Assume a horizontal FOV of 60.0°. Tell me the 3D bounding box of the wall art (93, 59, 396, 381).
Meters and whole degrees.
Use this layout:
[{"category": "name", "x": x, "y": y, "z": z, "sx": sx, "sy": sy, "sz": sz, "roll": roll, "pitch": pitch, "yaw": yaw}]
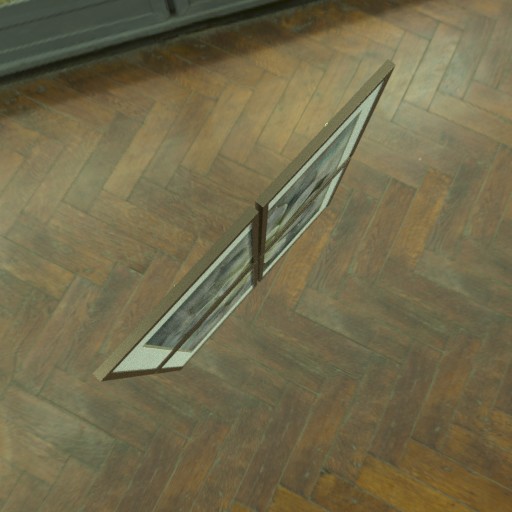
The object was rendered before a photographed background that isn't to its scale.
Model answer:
[{"category": "wall art", "x": 0.000, "y": 0.000, "z": 1.536, "sx": 0.030, "sy": 1.032, "sz": 1.032, "roll": 41, "pitch": 80, "yaw": 9}]
